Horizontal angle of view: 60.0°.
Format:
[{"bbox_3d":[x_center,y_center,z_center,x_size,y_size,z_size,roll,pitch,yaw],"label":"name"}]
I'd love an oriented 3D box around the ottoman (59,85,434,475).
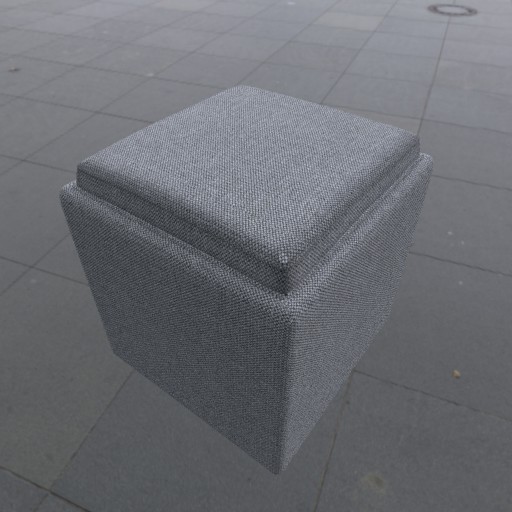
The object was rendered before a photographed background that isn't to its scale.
[{"bbox_3d":[0.000,0.000,0.832,0.436,0.487,0.454,26,48,27],"label":"ottoman"}]
